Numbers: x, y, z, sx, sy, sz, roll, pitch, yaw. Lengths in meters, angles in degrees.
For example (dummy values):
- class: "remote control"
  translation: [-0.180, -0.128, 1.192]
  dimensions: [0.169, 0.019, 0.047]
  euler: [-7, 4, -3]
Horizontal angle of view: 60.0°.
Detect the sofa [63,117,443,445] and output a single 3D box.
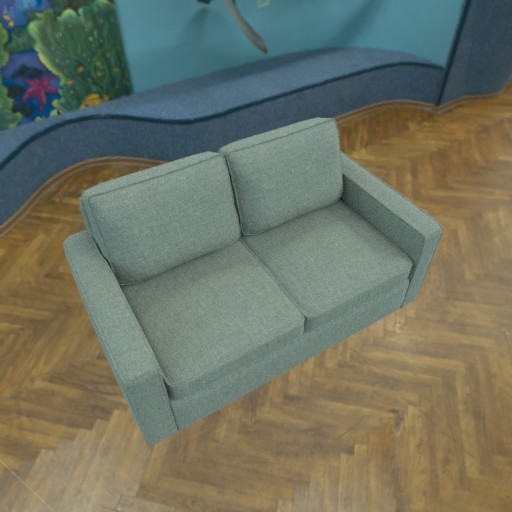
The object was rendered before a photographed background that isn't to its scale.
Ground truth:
- class: "sofa"
  translation: [0.000, 0.000, 2.295]
  dimensions: [1.706, 0.915, 0.945]
  euler: [-23, 49, -22]
